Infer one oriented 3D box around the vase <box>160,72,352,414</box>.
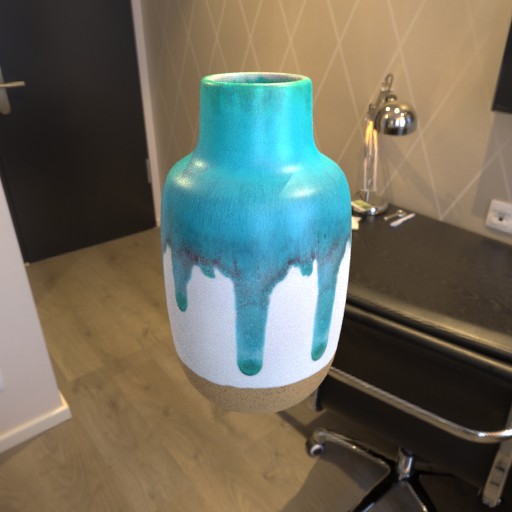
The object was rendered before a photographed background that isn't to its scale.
[{"bbox_3d":[0.000,0.000,0.255,0.106,0.192,0.106,0,28,0],"label":"vase"}]
